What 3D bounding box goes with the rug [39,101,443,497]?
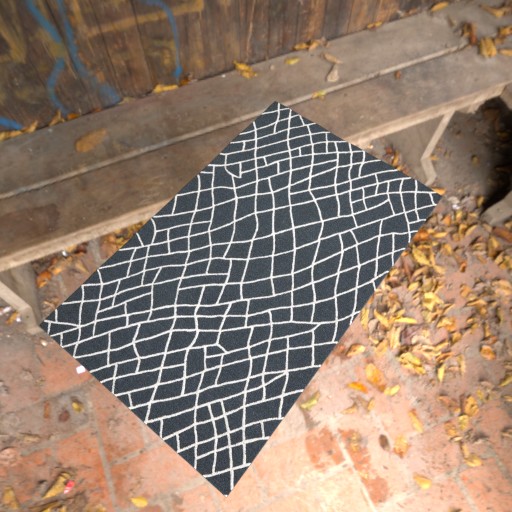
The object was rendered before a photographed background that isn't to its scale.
[{"bbox_3d":[0.000,0.000,2.988,1.529,0.017,2.448,35,68,16],"label":"rug"}]
